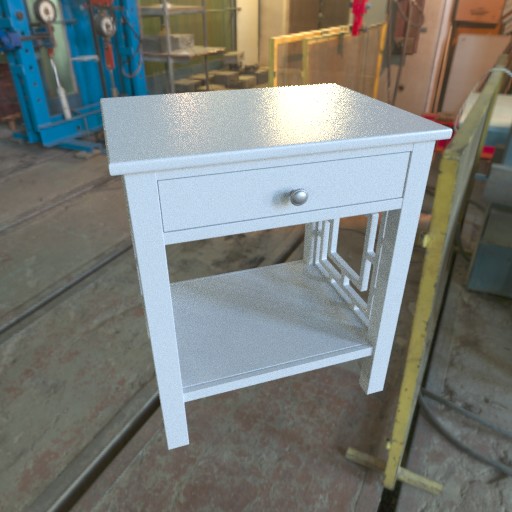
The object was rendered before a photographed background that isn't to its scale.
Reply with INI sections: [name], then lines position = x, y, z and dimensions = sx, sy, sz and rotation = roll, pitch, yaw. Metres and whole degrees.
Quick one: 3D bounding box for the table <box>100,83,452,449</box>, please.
[table]
position = 0.000, 0.000, 1.018
dimensions = 0.564, 0.646, 0.451
rotation = -10, 33, -16
